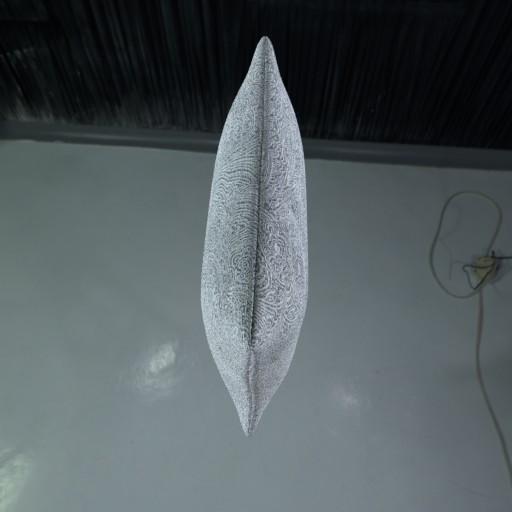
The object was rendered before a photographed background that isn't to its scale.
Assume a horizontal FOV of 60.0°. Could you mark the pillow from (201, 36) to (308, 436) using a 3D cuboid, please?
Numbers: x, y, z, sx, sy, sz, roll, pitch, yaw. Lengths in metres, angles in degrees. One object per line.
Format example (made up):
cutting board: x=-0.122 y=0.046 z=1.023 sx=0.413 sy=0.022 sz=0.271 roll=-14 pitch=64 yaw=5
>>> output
pillow: x=0.000 y=0.000 z=0.784 sx=0.166 sy=0.510 sz=0.523 roll=2 pitch=59 yaw=1
